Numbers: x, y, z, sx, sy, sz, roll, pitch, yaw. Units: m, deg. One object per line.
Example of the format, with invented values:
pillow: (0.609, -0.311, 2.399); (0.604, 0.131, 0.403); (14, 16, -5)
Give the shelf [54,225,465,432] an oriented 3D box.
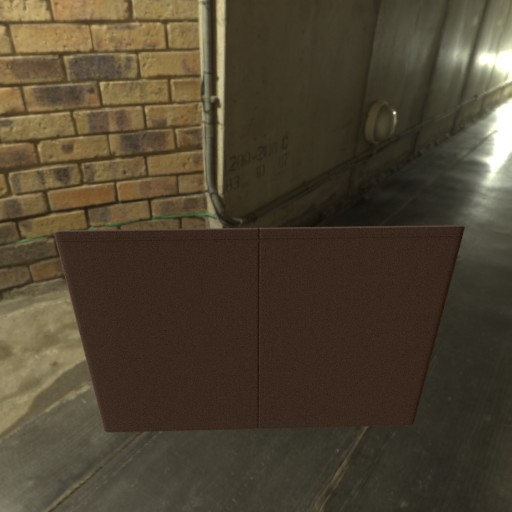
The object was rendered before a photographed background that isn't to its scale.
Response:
shelf: (0.000, 0.000, 0.488); (0.292, 0.210, 0.292); (-1, 30, -1)
